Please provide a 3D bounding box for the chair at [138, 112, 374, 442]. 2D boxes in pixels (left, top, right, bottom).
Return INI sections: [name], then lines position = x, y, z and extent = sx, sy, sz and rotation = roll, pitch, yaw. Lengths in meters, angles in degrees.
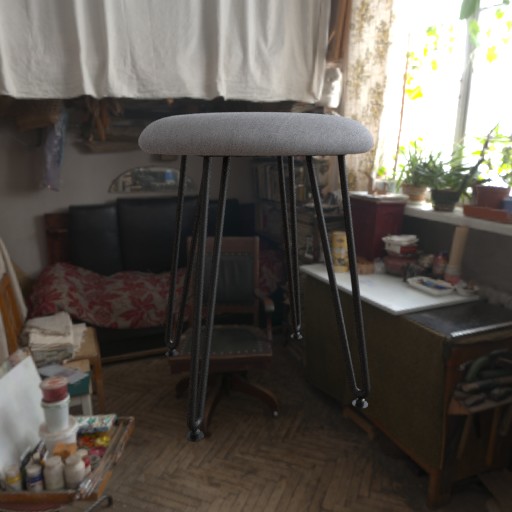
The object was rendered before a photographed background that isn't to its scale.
[chair]
position = 0.000, 0.000, 0.640
extent = 0.350, 0.386, 0.350
rotation = 7, 16, 27
